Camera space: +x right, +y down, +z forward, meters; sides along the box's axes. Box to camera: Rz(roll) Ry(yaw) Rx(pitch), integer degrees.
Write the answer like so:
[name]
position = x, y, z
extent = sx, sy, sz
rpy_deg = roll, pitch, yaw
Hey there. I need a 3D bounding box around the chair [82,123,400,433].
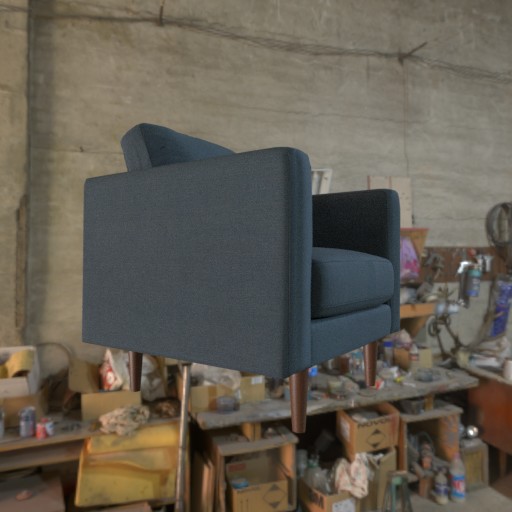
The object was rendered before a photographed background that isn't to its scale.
[chair]
position = 0.000, 0.000, 1.556
extent = 0.820, 0.922, 0.855
rpy_deg = -1, -1, 35
